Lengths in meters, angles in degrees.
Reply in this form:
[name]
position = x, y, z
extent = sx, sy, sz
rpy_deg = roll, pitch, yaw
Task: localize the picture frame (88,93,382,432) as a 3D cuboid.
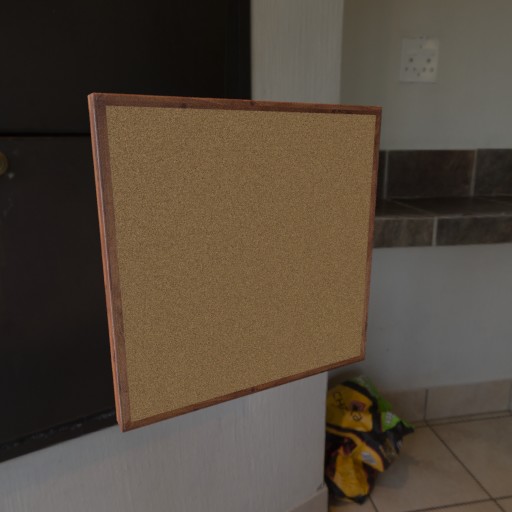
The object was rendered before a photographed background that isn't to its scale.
[picture frame]
position = 0.000, 0.000, 0.539
extent = 0.352, 0.356, 0.028
rpy_deg = -8, 17, -28
